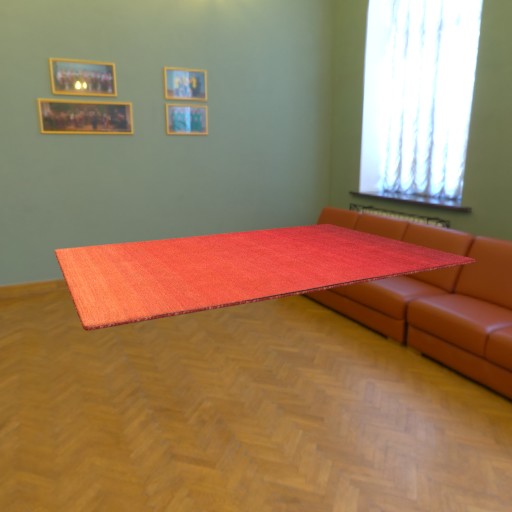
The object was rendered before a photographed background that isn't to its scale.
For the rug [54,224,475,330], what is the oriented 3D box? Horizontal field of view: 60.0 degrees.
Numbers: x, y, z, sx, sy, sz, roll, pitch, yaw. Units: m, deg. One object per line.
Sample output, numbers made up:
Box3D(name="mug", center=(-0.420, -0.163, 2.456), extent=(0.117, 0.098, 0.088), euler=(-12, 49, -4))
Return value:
Box3D(name="rug", center=(0.000, 0.000, 2.298), extent=(1.835, 0.018, 1.230), euler=(-7, 15, -27))
